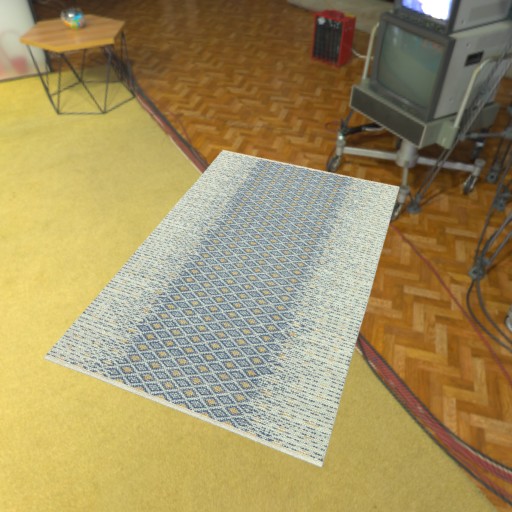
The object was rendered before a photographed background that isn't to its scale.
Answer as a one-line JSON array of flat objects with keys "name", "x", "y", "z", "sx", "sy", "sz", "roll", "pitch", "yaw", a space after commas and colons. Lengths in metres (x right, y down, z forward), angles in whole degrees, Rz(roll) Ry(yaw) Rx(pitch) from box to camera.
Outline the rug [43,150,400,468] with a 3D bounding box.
[{"name": "rug", "x": 0.000, "y": 0.000, "z": 2.330, "sx": 1.219, "sy": 0.005, "sz": 1.828, "roll": 15, "pitch": 46, "yaw": 15}]
